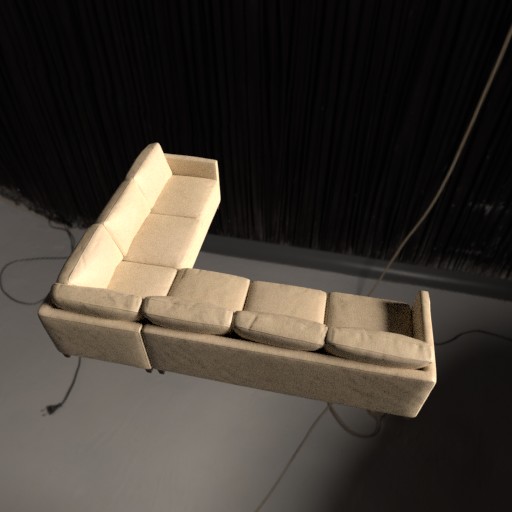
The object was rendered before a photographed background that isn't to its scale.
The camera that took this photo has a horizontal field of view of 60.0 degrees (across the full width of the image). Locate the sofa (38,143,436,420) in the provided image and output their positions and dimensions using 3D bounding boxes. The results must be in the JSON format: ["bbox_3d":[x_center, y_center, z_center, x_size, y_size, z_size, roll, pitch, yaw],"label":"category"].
[{"bbox_3d":[0.000,0.000,4.543,3.302,0.947,2.593,8,46,8],"label":"sofa"}]
